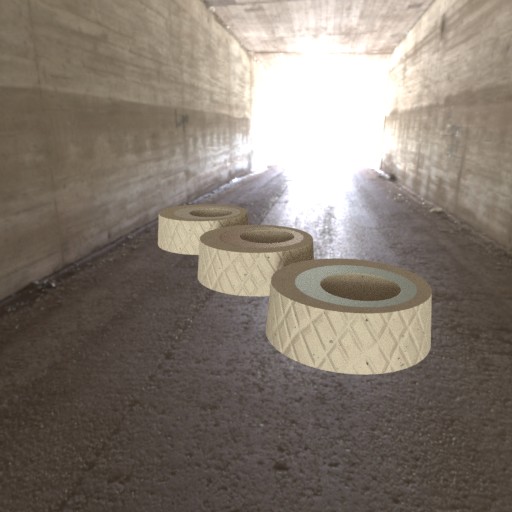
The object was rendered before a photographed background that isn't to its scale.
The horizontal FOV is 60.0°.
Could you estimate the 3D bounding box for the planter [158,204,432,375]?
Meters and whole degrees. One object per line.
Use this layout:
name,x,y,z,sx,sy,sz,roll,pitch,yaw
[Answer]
planter,0.000,0.000,0.427,0.114,0.038,0.390,-9,19,-26
